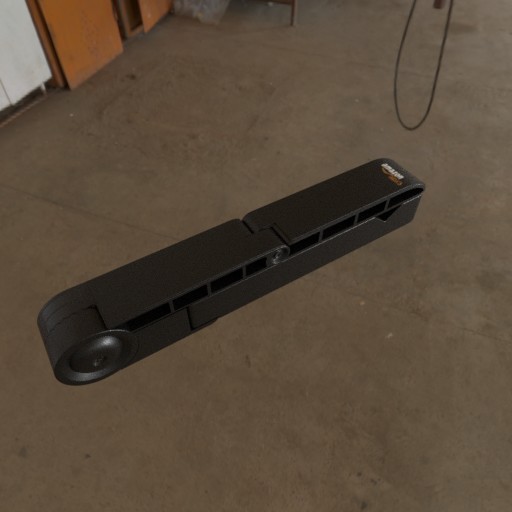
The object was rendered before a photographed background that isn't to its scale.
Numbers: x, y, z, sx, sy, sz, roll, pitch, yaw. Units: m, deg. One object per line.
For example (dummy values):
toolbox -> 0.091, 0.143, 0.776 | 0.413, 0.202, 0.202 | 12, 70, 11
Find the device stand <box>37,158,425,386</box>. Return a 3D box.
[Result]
device stand -> 0.000, 0.000, 0.193 | 0.179, 0.030, 0.026 | -25, 53, -20
